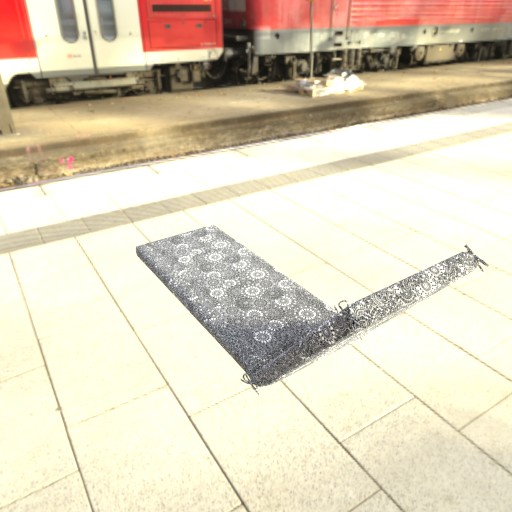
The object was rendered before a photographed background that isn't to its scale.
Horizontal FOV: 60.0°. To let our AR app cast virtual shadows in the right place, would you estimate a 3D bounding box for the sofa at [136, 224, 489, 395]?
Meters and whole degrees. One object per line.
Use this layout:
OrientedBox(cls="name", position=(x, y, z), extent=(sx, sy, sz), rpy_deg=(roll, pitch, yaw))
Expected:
OrientedBox(cls="sofa", position=(0.000, 0.000, 1.904), extent=(0.582, 0.622, 1.663), rpy_deg=(-19, 35, -30))
